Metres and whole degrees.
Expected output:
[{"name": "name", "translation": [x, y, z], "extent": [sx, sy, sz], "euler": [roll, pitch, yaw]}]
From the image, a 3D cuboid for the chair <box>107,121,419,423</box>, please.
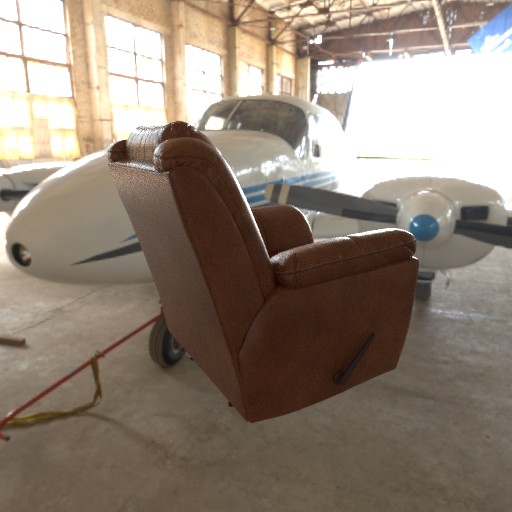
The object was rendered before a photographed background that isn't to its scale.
[{"name": "chair", "translation": [0.000, 0.000, 1.930], "extent": [1.041, 1.093, 0.990], "euler": [-8, 16, -27]}]
